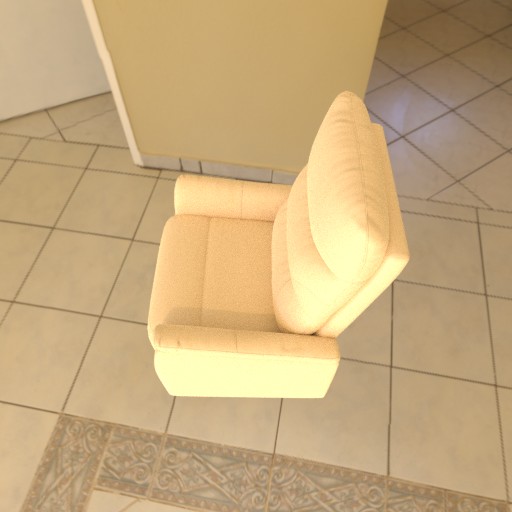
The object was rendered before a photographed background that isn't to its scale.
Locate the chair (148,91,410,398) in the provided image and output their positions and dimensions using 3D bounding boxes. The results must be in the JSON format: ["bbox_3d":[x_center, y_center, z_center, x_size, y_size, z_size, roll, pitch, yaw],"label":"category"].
[{"bbox_3d":[0.000,0.000,1.658,0.831,1.082,0.775,1,56,1],"label":"chair"}]
